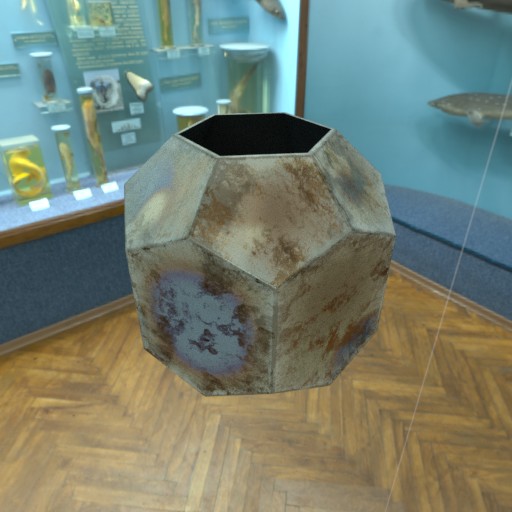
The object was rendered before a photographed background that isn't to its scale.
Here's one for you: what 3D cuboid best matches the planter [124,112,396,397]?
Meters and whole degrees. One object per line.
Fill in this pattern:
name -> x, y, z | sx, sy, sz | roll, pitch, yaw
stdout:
planter -> 0.000, 0.000, 0.421 | 0.243, 0.238, 0.221 | -22, 38, -30
